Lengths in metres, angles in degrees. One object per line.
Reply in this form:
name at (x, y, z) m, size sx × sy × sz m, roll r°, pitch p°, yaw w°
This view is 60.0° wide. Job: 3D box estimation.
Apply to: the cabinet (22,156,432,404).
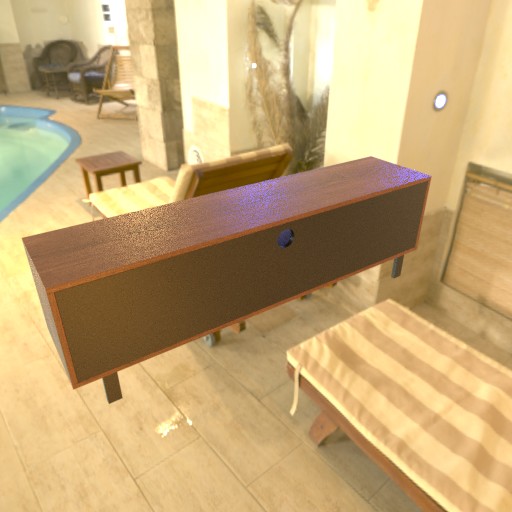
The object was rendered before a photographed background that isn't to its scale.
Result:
cabinet at (0.000, 0.000, 1.873) m, size 1.650 × 0.500 × 0.400 m, roll -18°, pitch 34°, yaw -29°
